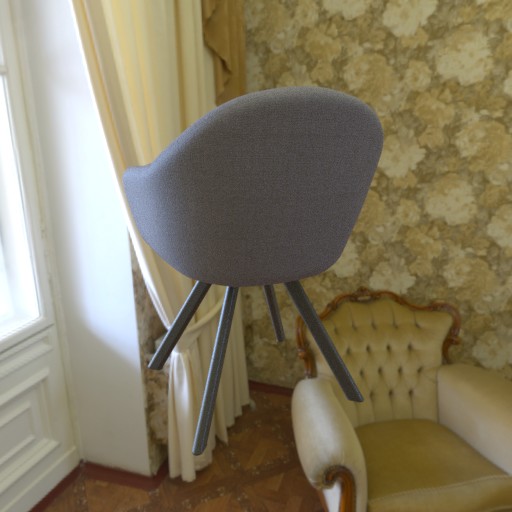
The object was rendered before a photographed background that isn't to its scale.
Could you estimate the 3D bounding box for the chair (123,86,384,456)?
[{"bbox_3d":[0.000,0.000,1.163,0.590,0.795,0.550,-7,17,-25],"label":"chair"}]
